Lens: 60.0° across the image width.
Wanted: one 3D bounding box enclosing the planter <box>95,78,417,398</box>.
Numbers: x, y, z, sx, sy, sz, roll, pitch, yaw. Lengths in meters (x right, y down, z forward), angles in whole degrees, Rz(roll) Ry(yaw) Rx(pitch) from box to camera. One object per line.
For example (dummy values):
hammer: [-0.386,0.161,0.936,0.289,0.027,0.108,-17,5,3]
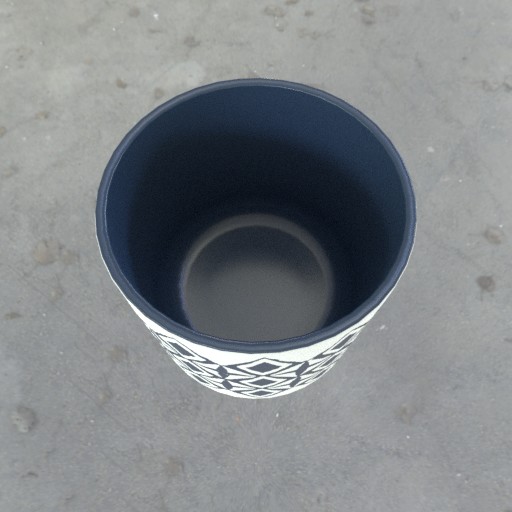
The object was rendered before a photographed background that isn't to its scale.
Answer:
planter: [0.000,0.000,0.399,0.224,0.203,0.224,0,65,0]
